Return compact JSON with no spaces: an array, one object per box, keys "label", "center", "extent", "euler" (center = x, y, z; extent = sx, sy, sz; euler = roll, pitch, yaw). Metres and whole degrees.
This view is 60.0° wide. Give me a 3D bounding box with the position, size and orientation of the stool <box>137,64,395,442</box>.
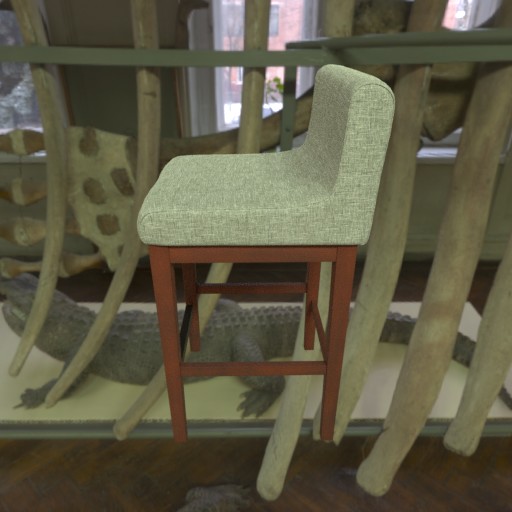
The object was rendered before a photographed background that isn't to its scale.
[{"label":"stool","center":[0.000,0.000,1.070],"extent":[0.459,0.835,0.417],"euler":[0,27,-1]}]
